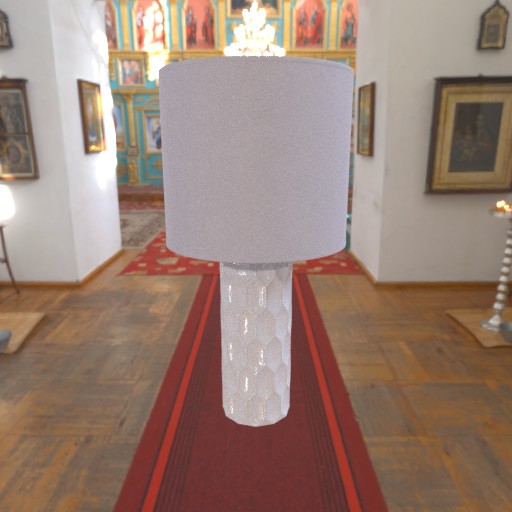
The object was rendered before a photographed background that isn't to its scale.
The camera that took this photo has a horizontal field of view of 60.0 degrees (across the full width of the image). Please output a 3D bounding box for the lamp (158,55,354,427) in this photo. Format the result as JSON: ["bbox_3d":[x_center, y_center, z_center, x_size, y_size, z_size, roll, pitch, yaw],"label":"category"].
[{"bbox_3d":[0.000,0.000,0.701,0.277,0.537,0.277,-13,19,-43],"label":"lamp"}]
